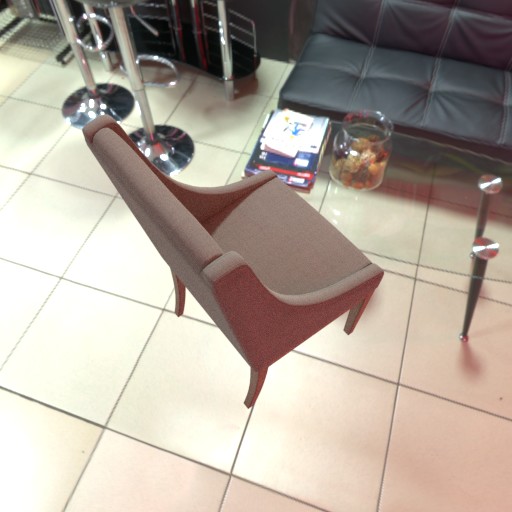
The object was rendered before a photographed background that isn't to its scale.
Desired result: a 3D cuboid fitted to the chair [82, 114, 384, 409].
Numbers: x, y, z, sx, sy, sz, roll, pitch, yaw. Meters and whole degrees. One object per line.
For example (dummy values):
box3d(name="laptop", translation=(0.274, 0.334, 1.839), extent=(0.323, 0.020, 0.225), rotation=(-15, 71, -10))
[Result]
box3d(name="chair", translation=(0.000, 0.000, 1.407), extent=(0.611, 1.021, 0.575), rotation=(-33, 63, -20))
